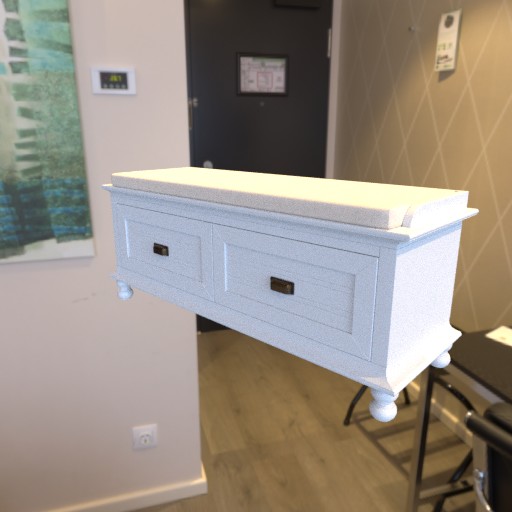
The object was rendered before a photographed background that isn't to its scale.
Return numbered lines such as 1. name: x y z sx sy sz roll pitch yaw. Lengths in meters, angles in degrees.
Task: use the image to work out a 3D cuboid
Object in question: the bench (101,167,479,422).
1. bench: 0.000 0.000 1.434 1.185 0.486 0.402 14 21 41
